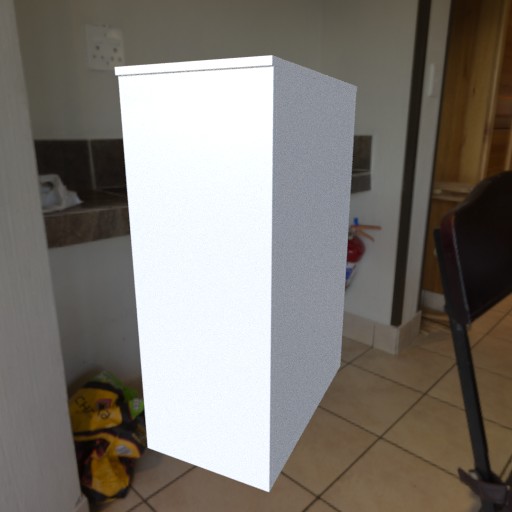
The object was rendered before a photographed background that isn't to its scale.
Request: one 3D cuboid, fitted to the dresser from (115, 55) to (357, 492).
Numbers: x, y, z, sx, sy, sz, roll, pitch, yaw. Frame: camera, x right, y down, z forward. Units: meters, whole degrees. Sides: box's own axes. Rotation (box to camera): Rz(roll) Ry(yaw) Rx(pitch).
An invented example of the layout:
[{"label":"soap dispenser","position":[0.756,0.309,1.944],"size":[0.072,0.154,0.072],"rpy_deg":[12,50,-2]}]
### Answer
[{"label":"dresser","position":[0.000,0.000,1.367],"size":[0.401,1.021,0.704],"rpy_deg":[7,18,24]}]
